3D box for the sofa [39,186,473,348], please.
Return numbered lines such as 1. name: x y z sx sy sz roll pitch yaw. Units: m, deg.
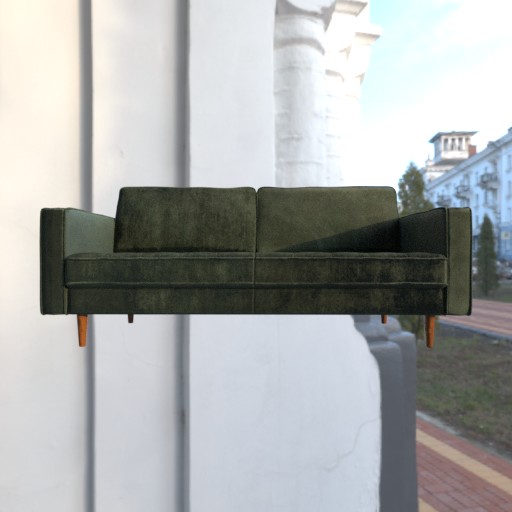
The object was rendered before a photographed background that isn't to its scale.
1. sofa: 0.000 0.000 2.238 1.816 0.781 0.886 0 0 1
